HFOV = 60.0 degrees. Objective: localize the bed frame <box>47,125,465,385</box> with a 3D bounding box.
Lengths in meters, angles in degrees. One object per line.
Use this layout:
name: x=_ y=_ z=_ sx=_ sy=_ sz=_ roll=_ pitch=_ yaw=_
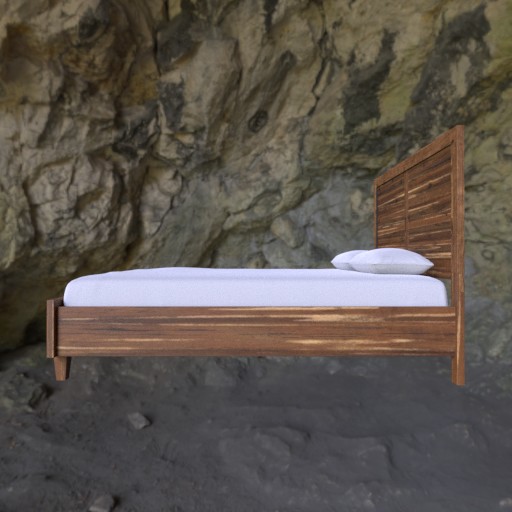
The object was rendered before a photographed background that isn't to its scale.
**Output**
bed frame: x=0.000 y=0.000 z=3.259 sx=2.276 sy=1.417 sz=1.696 roll=0 pitch=0 yaw=0
